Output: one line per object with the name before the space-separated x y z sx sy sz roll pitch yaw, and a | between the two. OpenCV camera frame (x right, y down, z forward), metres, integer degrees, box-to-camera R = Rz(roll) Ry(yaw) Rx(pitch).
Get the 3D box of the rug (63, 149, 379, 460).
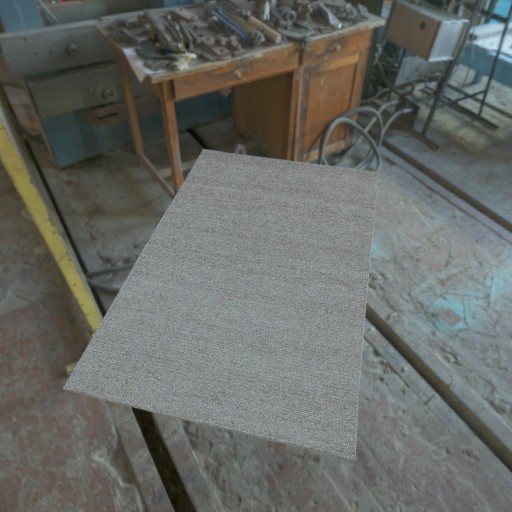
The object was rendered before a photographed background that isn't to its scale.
rug | 0.000 0.000 2.264 1.154 0.021 1.792 10 47 9
